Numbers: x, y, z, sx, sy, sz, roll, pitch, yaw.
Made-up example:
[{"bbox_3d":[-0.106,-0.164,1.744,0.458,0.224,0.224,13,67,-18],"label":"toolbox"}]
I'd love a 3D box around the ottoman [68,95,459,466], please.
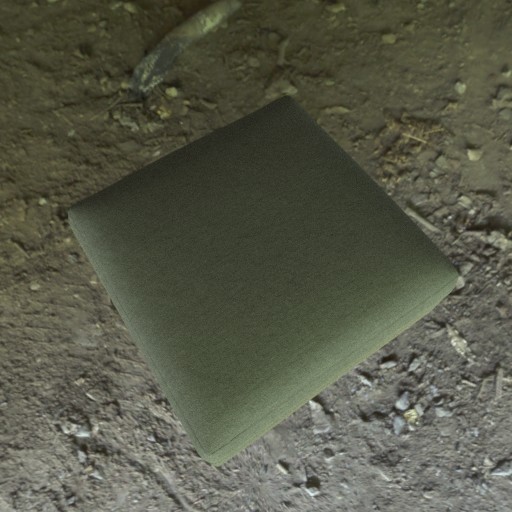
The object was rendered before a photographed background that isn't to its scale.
[{"bbox_3d":[0.000,0.000,1.657,1.041,0.470,1.041,-31,67,-15],"label":"ottoman"}]
